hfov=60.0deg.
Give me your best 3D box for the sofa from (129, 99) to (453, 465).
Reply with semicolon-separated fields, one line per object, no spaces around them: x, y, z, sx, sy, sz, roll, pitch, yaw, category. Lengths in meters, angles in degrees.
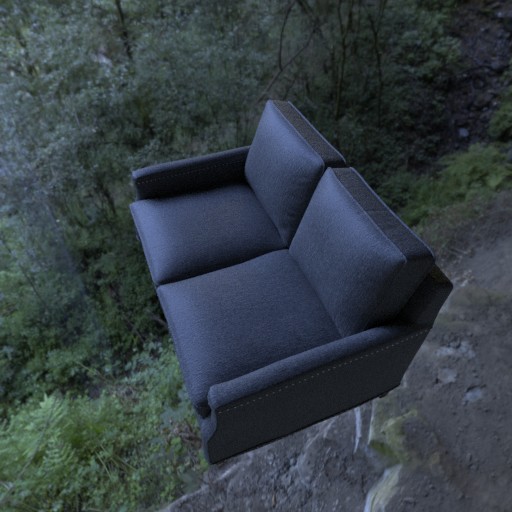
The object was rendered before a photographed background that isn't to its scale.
0.000;0.000;2.312;1.084;1.003;1.597;-16;48;-15;sofa
